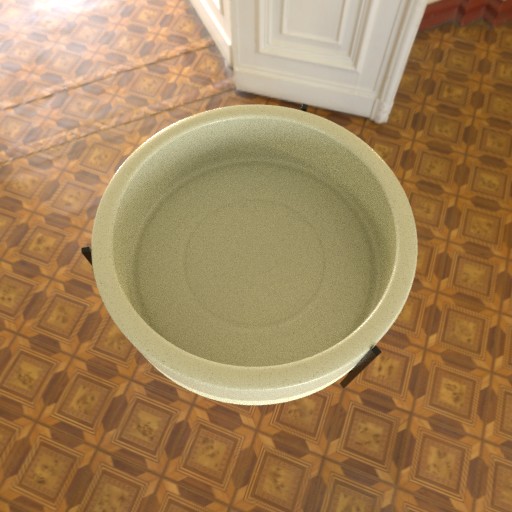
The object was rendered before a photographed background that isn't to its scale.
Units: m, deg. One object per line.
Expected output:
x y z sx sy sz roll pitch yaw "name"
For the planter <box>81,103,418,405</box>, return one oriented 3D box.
0.000 0.000 0.536 0.336 0.171 0.345 18 65 9 "planter"
